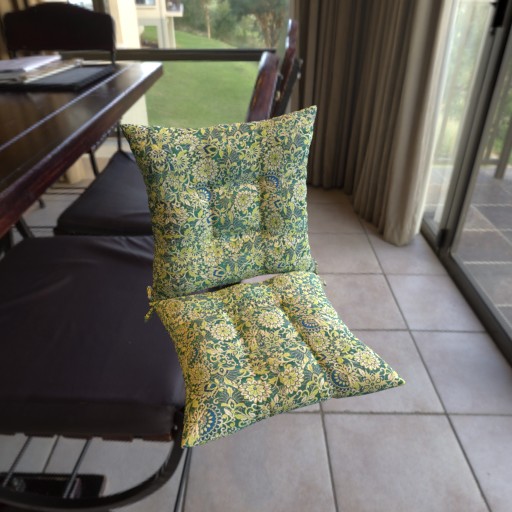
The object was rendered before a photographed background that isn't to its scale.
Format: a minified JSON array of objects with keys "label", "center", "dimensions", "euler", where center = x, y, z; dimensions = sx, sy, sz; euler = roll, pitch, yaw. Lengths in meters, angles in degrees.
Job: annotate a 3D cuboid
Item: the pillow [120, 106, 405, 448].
[{"label":"pillow","center":[0.000,0.000,1.035],"dimensions":[0.541,0.536,0.585],"euler":[-10,33,-16]}]
